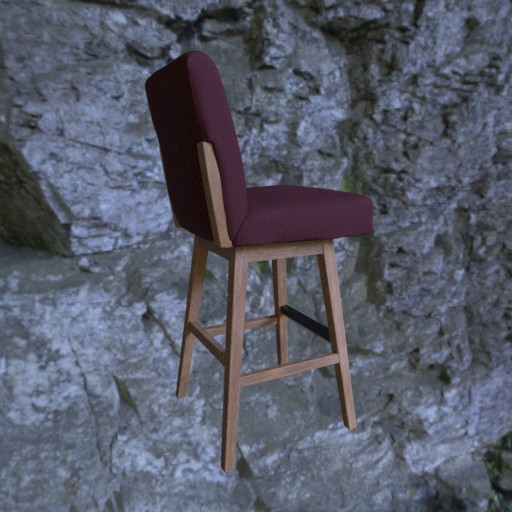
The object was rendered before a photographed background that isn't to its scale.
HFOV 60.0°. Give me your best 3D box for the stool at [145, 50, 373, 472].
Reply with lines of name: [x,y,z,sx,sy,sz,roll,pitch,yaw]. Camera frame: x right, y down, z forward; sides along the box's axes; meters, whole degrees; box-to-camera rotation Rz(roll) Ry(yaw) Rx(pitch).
stool: [0.000,0.000,1.396,0.562,1.093,0.468,-6,14,-26]
